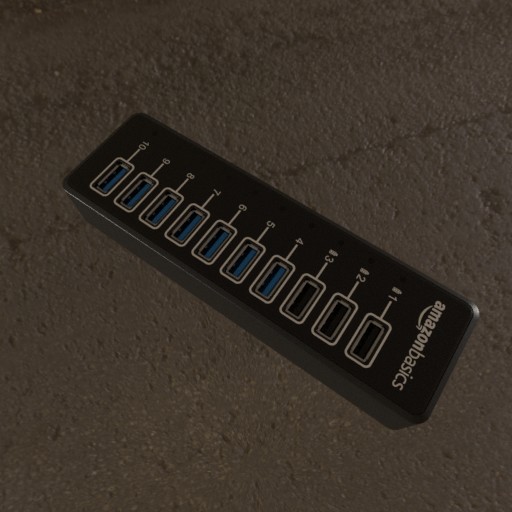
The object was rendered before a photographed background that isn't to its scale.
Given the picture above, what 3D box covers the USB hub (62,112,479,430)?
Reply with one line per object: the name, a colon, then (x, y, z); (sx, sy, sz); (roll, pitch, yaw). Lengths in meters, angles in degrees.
USB hub: (0.000, 0.000, 0.159); (0.145, 0.023, 0.044); (32, 69, 14)
